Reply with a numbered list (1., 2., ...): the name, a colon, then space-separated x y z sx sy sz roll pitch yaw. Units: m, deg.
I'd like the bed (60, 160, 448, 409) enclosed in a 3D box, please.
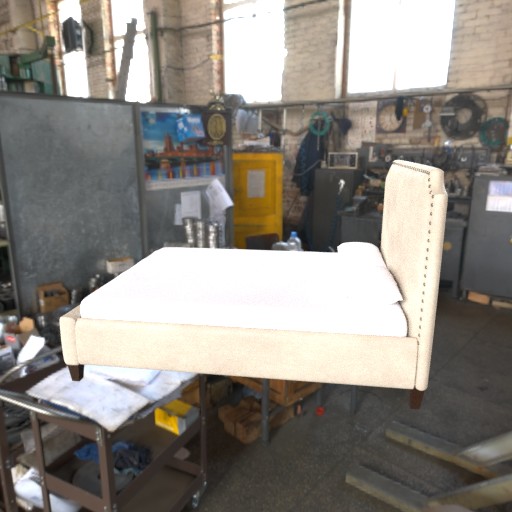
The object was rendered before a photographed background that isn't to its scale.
1. bed: 0.000 0.000 3.470 2.372 1.443 1.712 2 14 8
